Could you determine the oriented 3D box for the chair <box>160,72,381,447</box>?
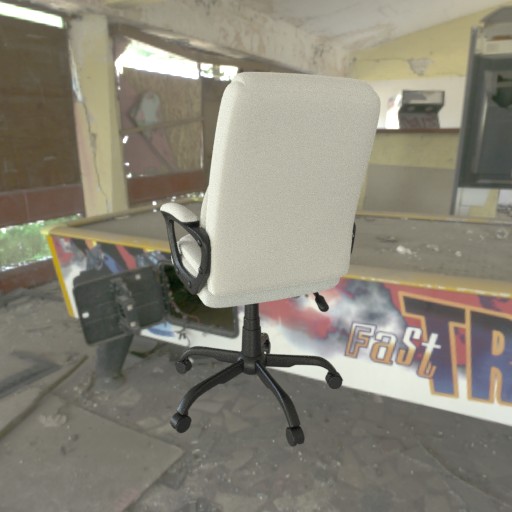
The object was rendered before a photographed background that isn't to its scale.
[{"bbox_3d":[0.000,0.000,1.474,0.663,1.065,0.669,-7,16,-25],"label":"chair"}]
